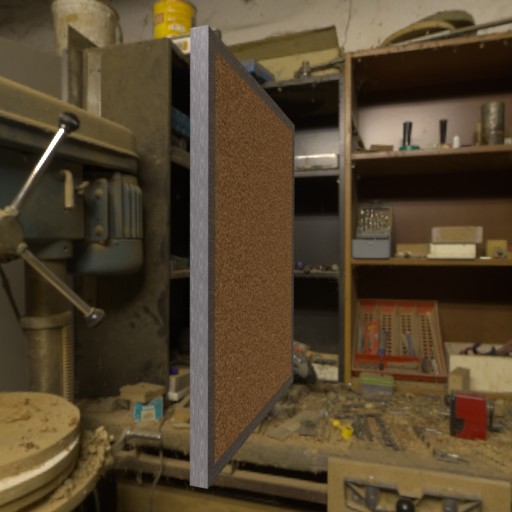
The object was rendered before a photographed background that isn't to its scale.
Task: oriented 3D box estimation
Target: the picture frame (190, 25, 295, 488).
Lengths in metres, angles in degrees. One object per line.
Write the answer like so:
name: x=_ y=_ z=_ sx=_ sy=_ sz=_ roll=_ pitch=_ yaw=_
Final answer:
picture frame: x=0.000 y=0.000 z=0.754 sx=0.029 sy=0.559 sz=0.454 roll=0 pitch=1 yaw=18
